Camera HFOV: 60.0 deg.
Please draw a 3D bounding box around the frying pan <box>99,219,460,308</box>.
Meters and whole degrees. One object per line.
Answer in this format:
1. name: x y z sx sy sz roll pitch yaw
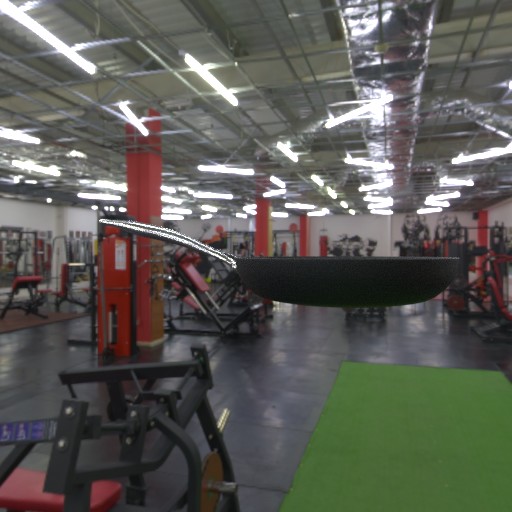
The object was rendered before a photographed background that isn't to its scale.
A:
1. frying pan: 0.000 0.000 0.564 0.472 0.105 0.255 0 1 19
